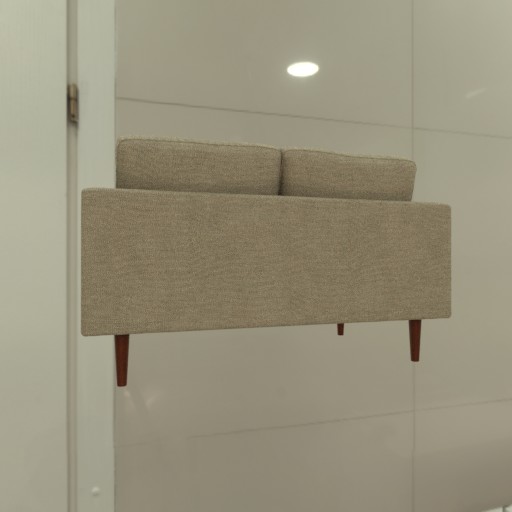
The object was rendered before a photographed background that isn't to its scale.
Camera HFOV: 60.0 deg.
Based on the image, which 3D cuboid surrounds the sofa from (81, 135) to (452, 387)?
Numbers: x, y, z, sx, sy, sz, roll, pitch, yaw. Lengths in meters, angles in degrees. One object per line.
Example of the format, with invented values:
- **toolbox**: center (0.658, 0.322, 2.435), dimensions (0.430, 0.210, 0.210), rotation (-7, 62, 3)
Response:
- **sofa**: center (0.000, 0.000, 2.162), dimensions (1.582, 0.944, 0.903), rotation (0, 0, -18)
